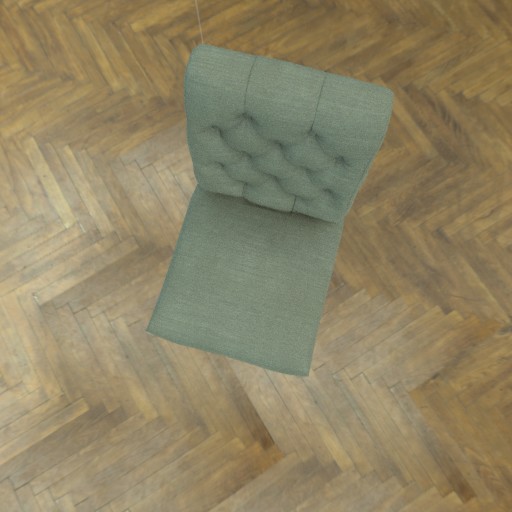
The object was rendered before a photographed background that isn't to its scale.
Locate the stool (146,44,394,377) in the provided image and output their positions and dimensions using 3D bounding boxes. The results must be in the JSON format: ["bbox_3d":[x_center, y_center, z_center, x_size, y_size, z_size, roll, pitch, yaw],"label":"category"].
[{"bbox_3d":[0.000,0.000,1.418,0.486,1.084,0.660,15,77,4],"label":"stool"}]
